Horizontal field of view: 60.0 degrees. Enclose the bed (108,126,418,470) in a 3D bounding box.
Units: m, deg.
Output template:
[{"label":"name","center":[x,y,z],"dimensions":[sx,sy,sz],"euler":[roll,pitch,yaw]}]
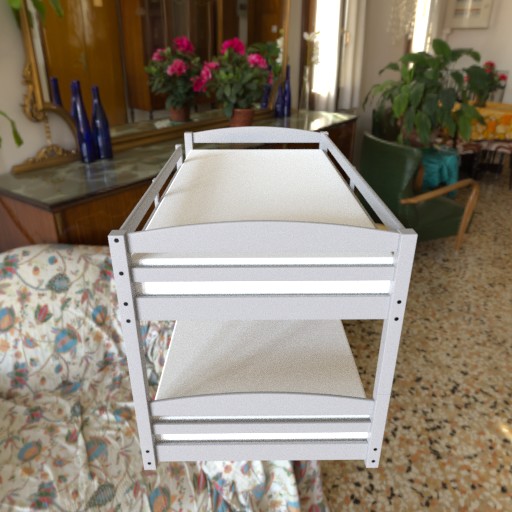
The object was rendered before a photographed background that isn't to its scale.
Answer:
[{"label":"bed","center":[0.000,0.000,2.680],"dimensions":[1.105,1.206,2.013],"euler":[0,26,-1]}]
